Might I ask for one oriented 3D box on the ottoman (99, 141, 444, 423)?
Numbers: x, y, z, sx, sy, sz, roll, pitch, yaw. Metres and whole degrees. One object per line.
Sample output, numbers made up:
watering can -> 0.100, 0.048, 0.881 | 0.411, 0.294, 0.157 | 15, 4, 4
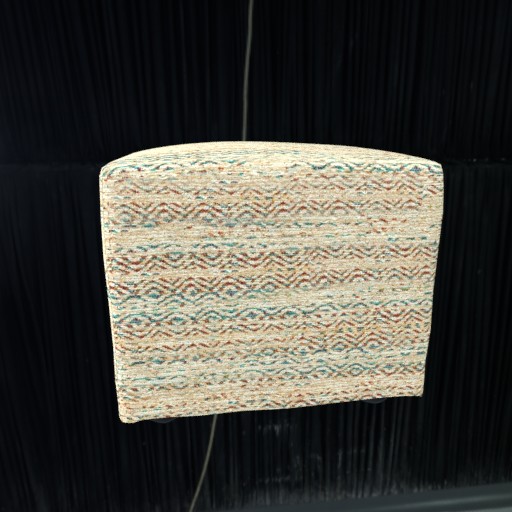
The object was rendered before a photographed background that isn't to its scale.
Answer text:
ottoman -> 0.000, 0.000, 0.909 | 0.512, 0.453, 0.521 | -2, 15, -8
